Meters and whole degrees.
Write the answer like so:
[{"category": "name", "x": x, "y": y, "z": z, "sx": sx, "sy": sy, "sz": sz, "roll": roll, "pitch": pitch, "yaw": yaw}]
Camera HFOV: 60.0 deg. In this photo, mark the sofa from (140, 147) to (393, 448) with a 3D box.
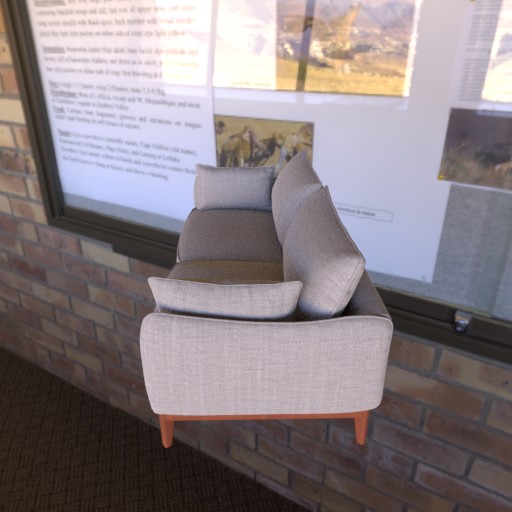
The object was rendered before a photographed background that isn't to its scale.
[{"category": "sofa", "x": 0.000, "y": 0.000, "z": 2.518, "sx": 0.972, "sy": 0.851, "sz": 1.989, "roll": 0, "pitch": 26, "yaw": -1}]
